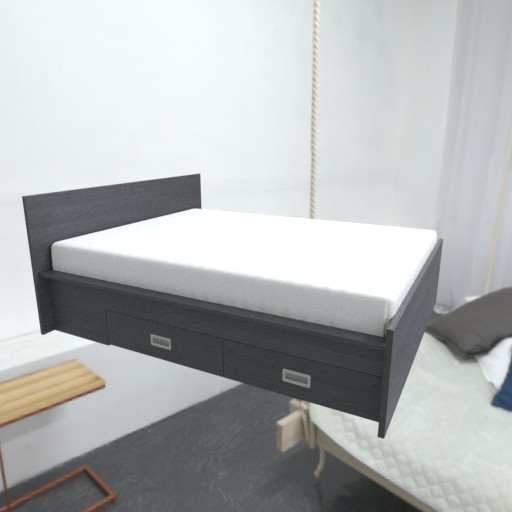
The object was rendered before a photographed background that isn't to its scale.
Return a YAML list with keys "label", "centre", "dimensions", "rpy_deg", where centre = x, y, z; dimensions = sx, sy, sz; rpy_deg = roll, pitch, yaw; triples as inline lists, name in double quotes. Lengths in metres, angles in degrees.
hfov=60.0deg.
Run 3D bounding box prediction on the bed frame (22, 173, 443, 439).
- label: "bed frame"
  centre: [0.000, 0.000, 2.712]
  dimensions: [1.960, 0.800, 1.622]
  rpy_deg: [8, 17, 27]
